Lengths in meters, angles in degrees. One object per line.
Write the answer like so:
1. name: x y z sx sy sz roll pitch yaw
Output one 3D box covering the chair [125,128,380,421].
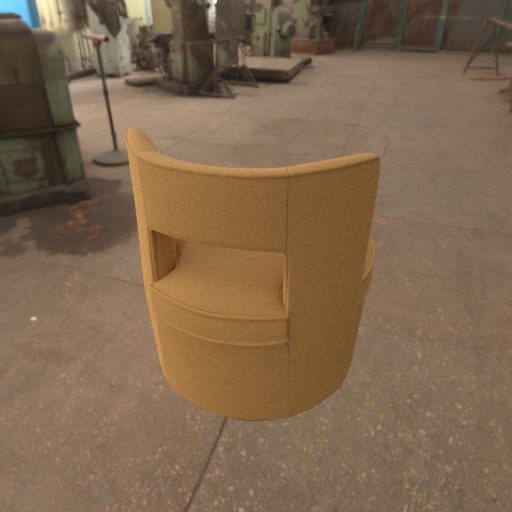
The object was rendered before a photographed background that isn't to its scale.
1. chair: 0.000 0.000 1.257 0.650 0.723 0.665 10 32 17
